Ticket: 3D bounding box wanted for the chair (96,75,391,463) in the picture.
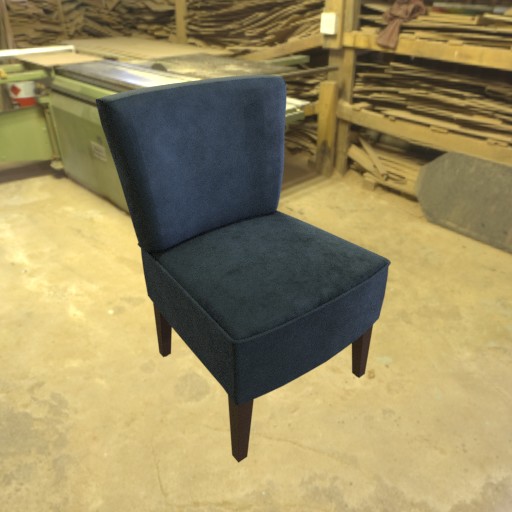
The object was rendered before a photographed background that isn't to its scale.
[{"bbox_3d":[0.000,0.000,1.164,0.521,0.806,0.551,-22,37,-32],"label":"chair"}]
